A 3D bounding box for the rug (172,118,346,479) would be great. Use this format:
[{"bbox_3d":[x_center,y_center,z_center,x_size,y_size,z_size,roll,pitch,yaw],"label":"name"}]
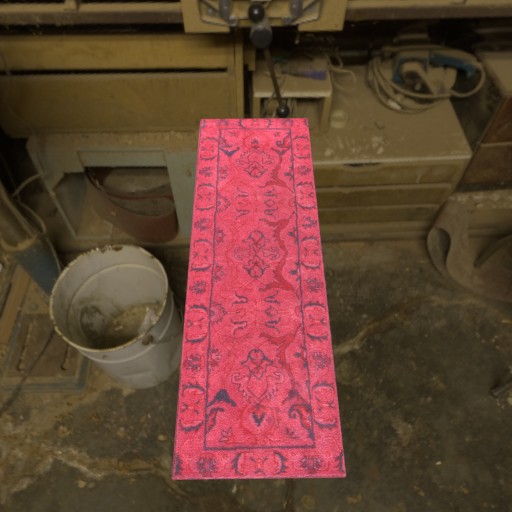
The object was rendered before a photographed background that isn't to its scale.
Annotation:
[{"bbox_3d":[0.000,0.000,2.707,0.813,0.018,2.439,-1,58,0],"label":"rug"}]
